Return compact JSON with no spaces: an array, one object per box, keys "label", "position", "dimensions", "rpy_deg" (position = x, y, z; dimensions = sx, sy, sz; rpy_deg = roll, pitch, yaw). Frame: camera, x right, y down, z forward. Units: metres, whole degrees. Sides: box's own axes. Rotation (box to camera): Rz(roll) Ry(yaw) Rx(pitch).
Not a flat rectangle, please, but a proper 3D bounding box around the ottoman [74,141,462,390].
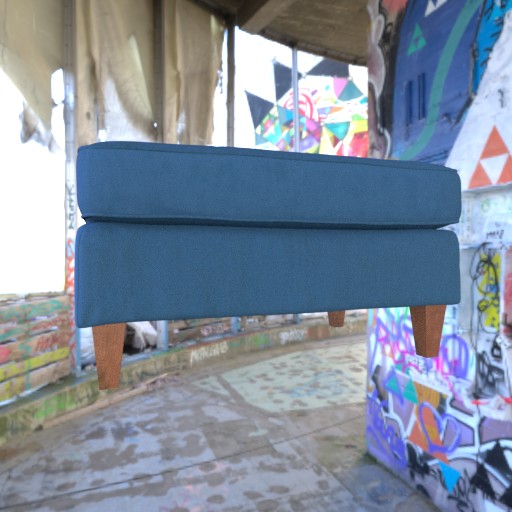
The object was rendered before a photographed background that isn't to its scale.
[{"label":"ottoman","position":[0.000,0.000,1.166],"dimensions":[0.862,0.484,0.583],"rpy_deg":[0,1,-19]}]
